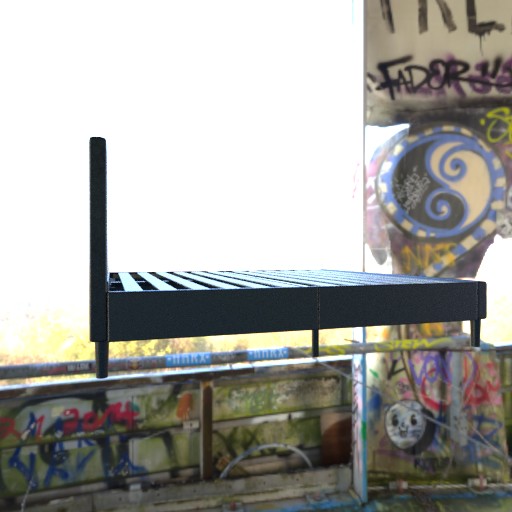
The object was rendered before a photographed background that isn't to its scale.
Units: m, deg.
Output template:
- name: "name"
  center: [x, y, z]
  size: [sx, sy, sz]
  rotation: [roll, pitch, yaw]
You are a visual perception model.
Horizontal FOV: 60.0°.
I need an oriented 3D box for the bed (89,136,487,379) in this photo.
- name: "bed"
  center: [0.000, 0.000, 3.173]
  size: [2.152, 1.046, 2.018]
  rotation: [0, 1, -18]
